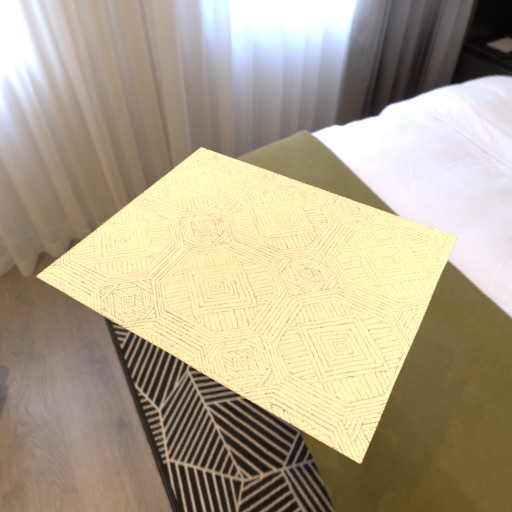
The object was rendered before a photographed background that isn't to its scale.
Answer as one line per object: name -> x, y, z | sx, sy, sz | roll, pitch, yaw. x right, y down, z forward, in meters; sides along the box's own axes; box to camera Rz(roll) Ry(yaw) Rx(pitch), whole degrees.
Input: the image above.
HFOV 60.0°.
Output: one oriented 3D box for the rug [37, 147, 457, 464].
rug -> 0.000, 0.000, 4.089 | 3.049, 0.015, 2.457 | 24, 50, 21
